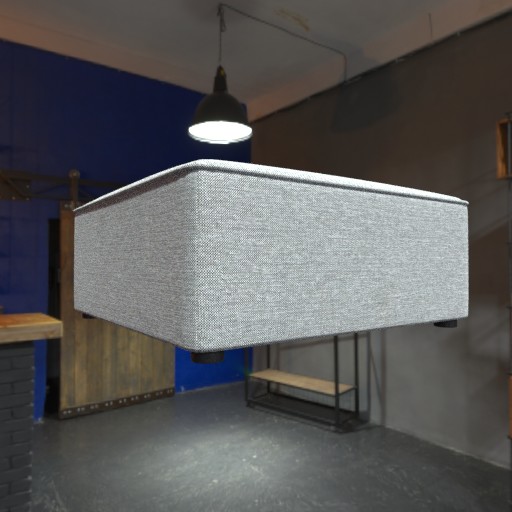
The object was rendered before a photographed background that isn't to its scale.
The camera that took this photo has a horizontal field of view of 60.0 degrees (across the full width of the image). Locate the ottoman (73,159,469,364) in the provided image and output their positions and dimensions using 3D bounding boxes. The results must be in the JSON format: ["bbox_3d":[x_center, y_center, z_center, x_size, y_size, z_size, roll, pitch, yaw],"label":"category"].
[{"bbox_3d":[0.000,0.000,1.539,1.005,0.455,1.005,1,-1,-35],"label":"ottoman"}]
